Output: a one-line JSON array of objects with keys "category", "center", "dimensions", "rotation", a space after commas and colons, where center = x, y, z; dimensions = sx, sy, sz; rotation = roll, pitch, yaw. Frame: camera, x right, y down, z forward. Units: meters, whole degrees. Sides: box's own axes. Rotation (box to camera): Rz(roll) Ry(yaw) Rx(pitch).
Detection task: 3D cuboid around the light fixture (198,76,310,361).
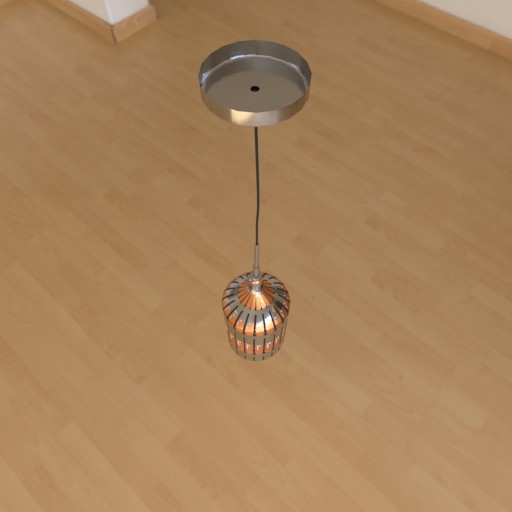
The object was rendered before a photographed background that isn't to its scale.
[{"category": "light fixture", "center": [0.000, 0.000, 1.629], "dimensions": [0.303, 1.535, 0.303], "rotation": [0, 59, 0]}]
